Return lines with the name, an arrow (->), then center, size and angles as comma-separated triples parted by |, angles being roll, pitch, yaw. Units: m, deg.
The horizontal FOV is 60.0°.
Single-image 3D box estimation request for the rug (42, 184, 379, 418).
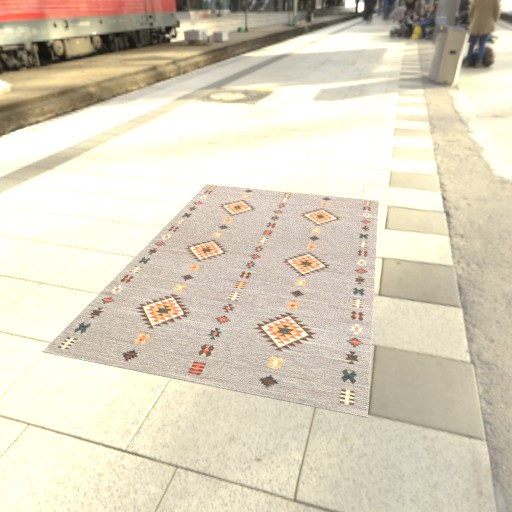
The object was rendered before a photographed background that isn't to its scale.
rug -> 0.000, 0.000, 2.319 | 1.217, 0.005, 1.818 | 7, 31, 13
